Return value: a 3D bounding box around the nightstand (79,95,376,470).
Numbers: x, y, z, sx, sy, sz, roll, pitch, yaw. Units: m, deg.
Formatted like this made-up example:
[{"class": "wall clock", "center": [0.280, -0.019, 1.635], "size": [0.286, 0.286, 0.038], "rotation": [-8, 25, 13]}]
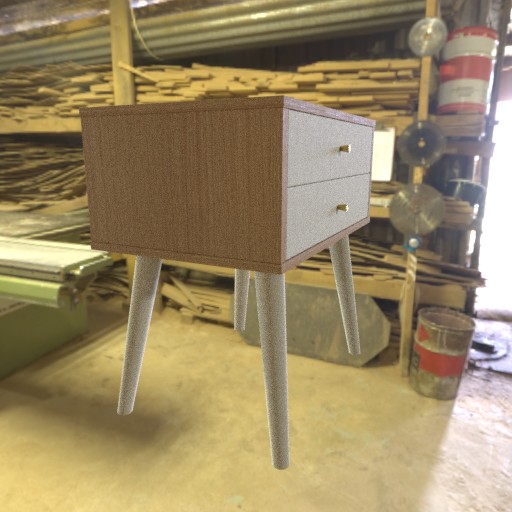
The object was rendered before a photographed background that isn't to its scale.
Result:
[{"class": "nightstand", "center": [0.000, 0.000, 1.004], "size": [0.407, 0.610, 0.571], "rotation": [7, 15, 26]}]
